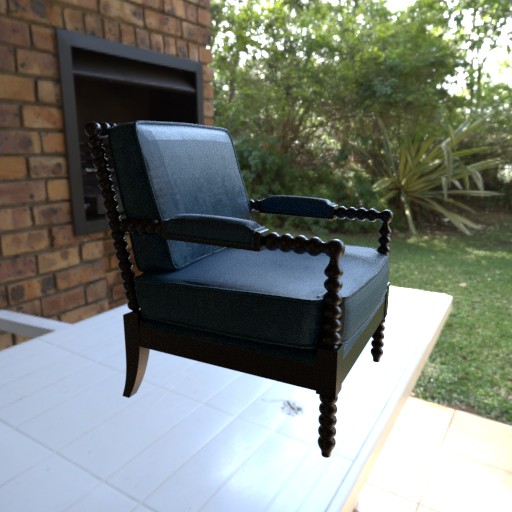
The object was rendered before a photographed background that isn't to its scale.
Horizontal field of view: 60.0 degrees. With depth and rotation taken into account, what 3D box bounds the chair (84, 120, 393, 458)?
[{"bbox_3d":[0.000,0.000,1.464,0.805,0.857,0.688,7,15,26],"label":"chair"}]
